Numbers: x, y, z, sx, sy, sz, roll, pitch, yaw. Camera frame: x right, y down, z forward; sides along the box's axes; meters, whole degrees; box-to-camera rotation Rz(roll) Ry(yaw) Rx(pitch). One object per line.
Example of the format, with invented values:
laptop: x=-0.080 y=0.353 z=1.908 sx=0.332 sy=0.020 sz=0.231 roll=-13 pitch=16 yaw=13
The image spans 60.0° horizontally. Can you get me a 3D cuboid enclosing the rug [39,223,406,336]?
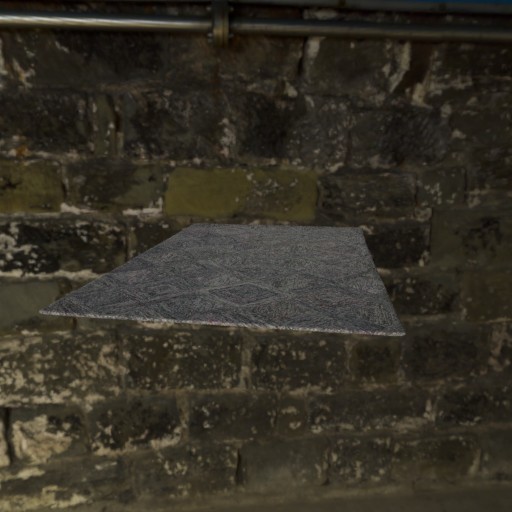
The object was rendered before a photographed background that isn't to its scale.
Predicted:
rug: x=0.000 y=0.000 z=2.185 sx=1.158 sy=0.013 sz=1.752 roll=2 pitch=14 yaw=9
